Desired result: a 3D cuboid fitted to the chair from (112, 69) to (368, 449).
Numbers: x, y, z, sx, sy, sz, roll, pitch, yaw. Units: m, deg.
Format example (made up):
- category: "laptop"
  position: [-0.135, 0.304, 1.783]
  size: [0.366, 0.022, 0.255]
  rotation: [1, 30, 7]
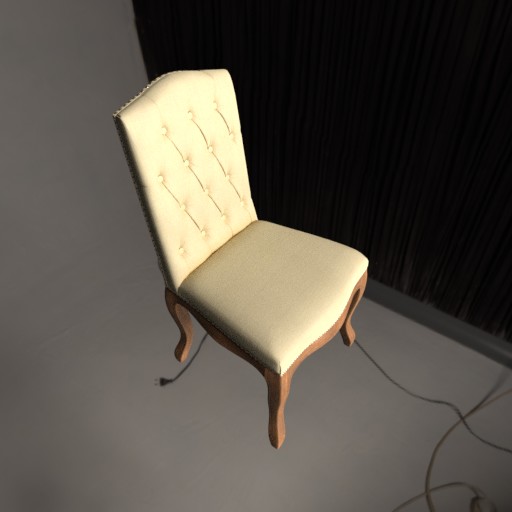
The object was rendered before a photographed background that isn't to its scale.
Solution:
- category: "chair"
  position: [0.000, 0.000, 1.606]
  size: [0.715, 1.165, 0.623]
  rotation: [26, 48, 26]
